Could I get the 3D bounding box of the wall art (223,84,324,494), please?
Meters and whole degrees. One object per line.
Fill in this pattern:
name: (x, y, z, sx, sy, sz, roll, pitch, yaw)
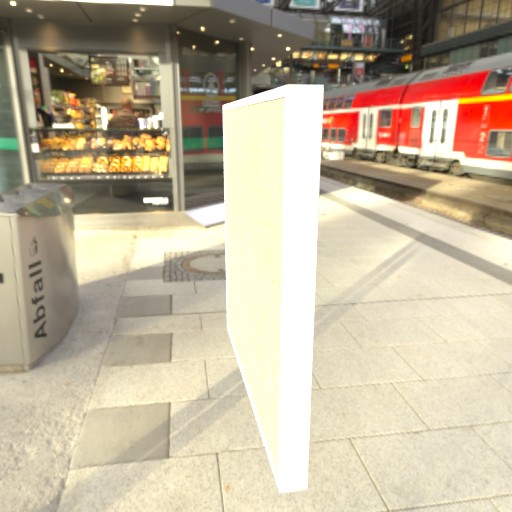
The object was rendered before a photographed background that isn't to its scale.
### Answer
wall art: (0.000, 0.000, 0.758, 0.038, 0.508, 0.508, -3, 17, -11)
